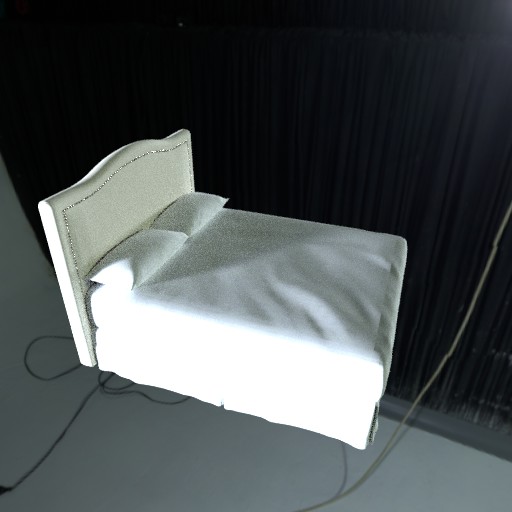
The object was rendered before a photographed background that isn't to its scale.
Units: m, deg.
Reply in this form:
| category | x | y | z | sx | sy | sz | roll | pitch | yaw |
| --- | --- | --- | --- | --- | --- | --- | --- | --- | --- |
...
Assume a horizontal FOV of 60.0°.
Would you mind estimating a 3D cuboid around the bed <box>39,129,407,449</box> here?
| category | x | y | z | sx | sy | sz | roll | pitch | yaw |
| --- | --- | --- | --- | --- | --- | --- | --- | --- | --- |
| bed | 0.000 | 0.000 | 3.322 | 2.143 | 1.460 | 1.753 | 11 | 32 | 17 |
